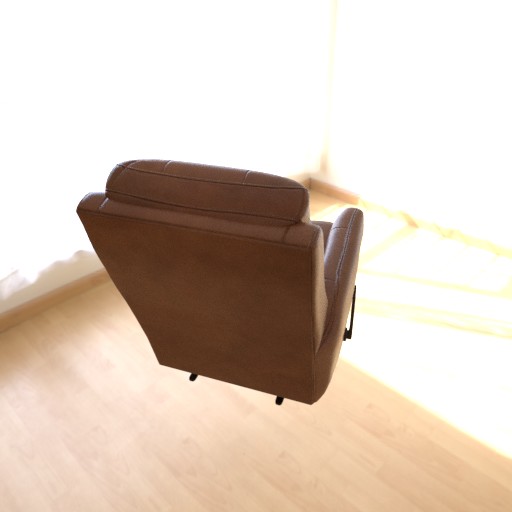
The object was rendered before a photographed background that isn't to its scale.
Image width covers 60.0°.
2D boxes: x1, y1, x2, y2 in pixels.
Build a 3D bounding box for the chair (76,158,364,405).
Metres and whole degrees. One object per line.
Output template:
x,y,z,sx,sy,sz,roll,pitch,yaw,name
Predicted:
0.000,0.000,1.762,0.821,1.016,1.072,10,33,16,chair
